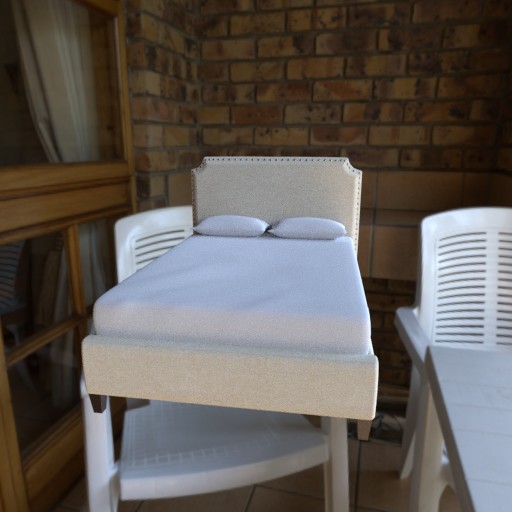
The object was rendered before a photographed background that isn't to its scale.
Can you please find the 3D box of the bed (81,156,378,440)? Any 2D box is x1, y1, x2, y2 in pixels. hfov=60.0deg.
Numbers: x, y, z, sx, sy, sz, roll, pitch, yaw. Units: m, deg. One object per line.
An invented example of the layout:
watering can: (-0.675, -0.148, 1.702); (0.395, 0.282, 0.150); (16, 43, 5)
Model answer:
bed: (0.000, 0.000, 3.497); (1.713, 1.457, 2.381); (2, 15, 9)
